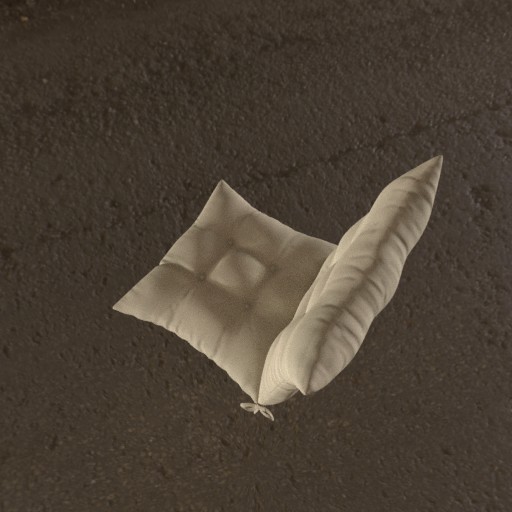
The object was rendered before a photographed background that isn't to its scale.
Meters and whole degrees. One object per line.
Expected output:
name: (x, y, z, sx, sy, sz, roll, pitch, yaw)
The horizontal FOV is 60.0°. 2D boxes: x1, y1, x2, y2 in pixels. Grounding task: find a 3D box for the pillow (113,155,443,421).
pillow: (0.000, 0.000, 1.011, 0.585, 0.536, 0.541, 30, 68, 14)
